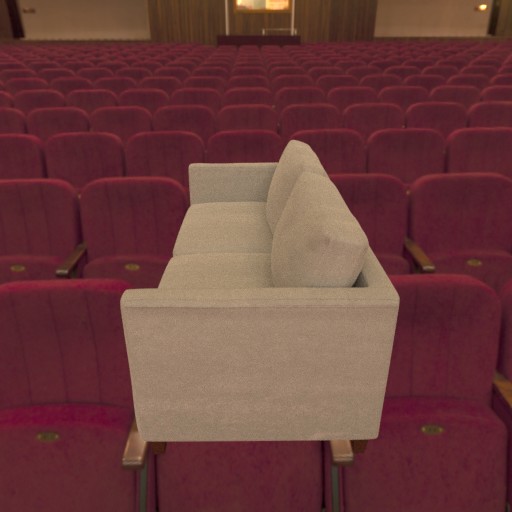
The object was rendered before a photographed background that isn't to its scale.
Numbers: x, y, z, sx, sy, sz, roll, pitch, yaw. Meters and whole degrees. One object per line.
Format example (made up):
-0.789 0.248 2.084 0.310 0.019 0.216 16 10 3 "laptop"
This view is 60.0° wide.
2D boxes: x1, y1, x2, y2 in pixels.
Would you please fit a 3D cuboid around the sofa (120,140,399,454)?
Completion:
0.000 0.000 2.384 0.950 0.963 1.884 0 25 -1 "sofa"
